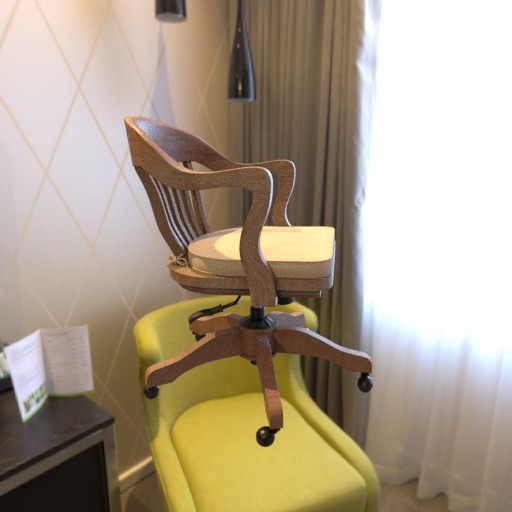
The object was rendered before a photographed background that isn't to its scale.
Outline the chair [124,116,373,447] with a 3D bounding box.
[{"bbox_3d":[0.000,0.000,1.445,0.788,0.878,0.750,3,14,10],"label":"chair"}]
